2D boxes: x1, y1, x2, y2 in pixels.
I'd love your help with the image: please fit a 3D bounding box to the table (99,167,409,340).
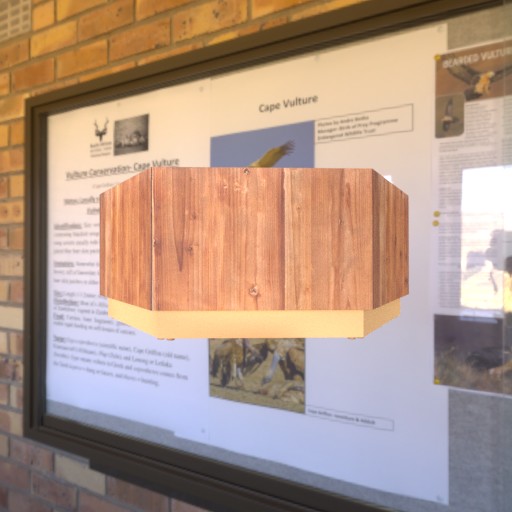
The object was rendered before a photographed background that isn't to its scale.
[{"bbox_3d":[0.000,0.000,1.653,1.154,0.456,1.000,0,0,-2],"label":"table"}]
